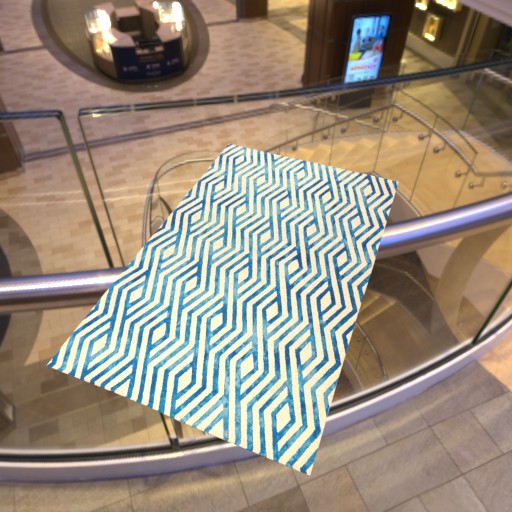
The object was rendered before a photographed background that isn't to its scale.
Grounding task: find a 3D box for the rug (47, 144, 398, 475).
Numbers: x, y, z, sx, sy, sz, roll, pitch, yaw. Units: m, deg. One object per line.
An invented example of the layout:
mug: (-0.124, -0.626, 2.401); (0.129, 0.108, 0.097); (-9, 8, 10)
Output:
rug: (0.000, 0.000, 3.043); (1.531, 0.008, 2.439); (16, 48, 15)
